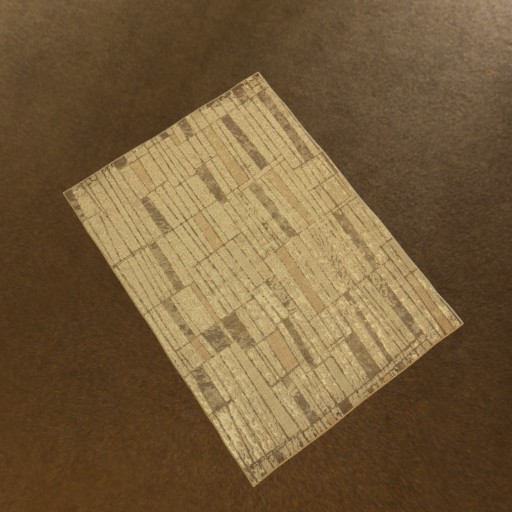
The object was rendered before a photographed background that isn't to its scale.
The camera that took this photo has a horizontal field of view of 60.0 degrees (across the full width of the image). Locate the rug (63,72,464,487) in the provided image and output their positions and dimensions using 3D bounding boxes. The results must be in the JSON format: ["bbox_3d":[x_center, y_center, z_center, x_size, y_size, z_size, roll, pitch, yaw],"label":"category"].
[{"bbox_3d":[0.000,0.000,4.345,2.449,0.019,3.357,-35,79,-8],"label":"rug"}]
